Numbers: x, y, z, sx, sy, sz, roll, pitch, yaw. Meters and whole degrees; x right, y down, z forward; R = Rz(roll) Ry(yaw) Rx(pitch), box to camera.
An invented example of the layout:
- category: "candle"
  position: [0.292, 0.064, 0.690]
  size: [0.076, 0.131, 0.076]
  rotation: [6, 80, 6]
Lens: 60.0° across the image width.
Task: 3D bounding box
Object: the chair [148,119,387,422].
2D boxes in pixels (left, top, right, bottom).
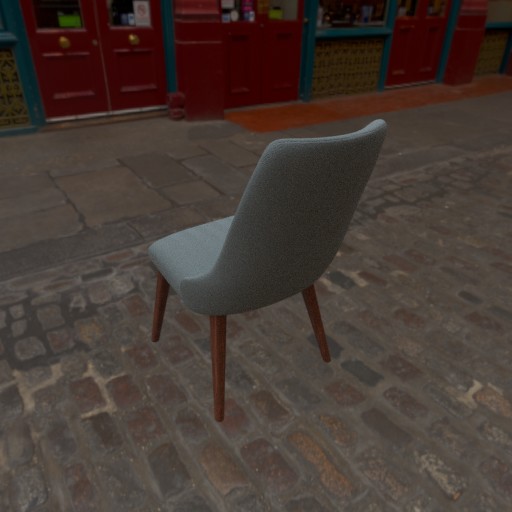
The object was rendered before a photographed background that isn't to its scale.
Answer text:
- category: "chair"
  position: [0.000, 0.000, 1.387]
  size: [0.535, 0.918, 0.707]
  rotation: [-19, 35, -29]
